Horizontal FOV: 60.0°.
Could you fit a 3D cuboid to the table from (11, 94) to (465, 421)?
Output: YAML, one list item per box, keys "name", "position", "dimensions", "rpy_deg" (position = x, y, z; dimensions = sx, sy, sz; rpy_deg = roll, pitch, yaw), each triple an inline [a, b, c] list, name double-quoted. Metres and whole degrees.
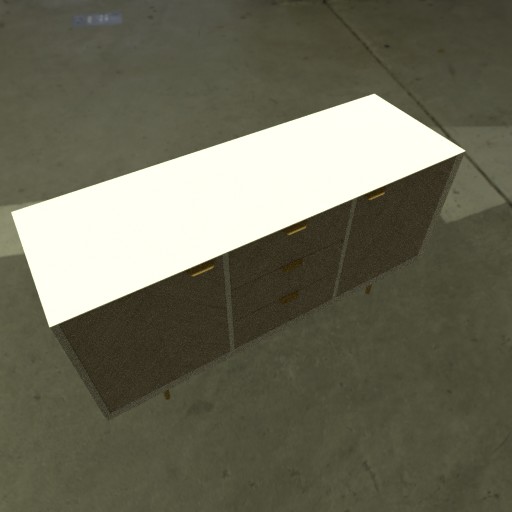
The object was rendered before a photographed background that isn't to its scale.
- name: "table"
  position: [0.000, 0.000, 1.798]
  dimensions: [1.500, 0.769, 0.508]
  rpy_deg: [-24, 52, -20]
